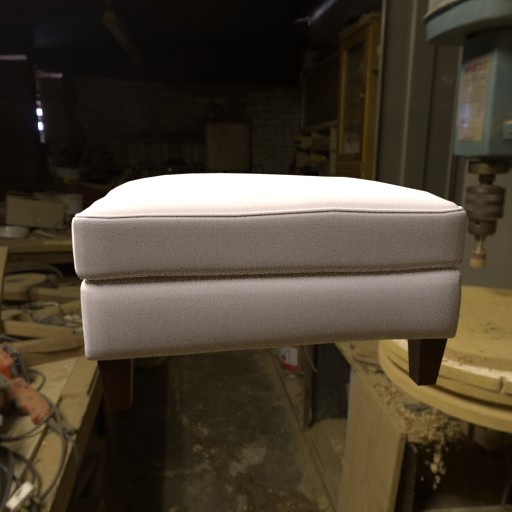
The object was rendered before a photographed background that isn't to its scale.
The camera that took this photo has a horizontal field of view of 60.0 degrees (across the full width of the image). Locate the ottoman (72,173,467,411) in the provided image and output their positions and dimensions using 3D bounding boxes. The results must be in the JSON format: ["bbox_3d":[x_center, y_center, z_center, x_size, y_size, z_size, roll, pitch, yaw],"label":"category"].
[{"bbox_3d":[0.000,0.000,1.320,0.838,0.479,0.838,-2,14,-8],"label":"ottoman"}]
